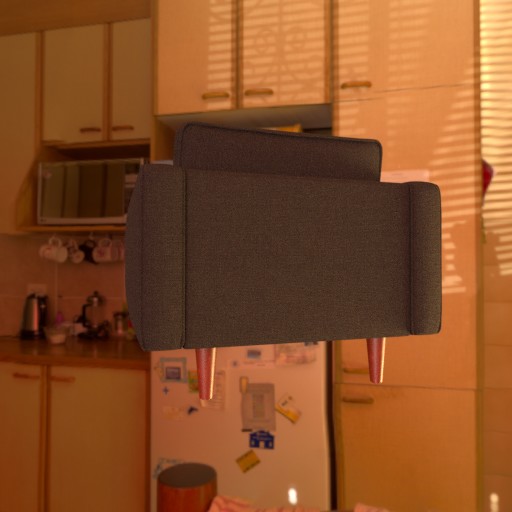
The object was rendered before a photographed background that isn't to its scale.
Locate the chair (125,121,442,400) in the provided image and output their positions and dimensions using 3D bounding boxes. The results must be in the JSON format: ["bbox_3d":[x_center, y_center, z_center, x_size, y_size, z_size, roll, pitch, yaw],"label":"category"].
[{"bbox_3d":[0.000,0.000,1.616,0.899,0.770,0.919,0,-1,-18],"label":"chair"}]
